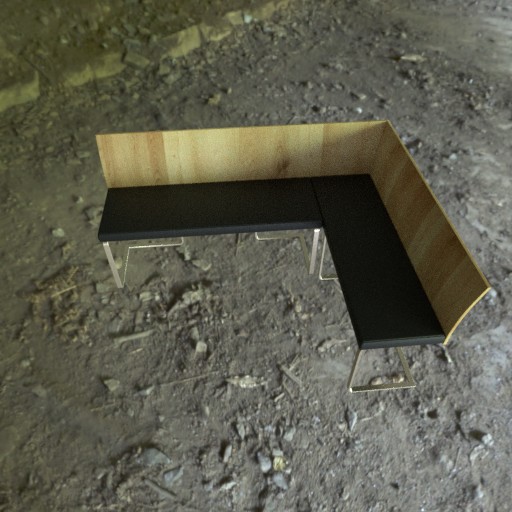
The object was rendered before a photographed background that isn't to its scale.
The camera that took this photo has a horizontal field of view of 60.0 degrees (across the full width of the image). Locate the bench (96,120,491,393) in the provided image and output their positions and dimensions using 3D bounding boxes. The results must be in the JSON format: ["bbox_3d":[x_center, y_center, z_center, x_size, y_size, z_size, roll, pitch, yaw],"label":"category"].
[{"bbox_3d":[0.000,0.000,2.744,1.945,0.930,1.495,-4,46,-4],"label":"bench"}]
